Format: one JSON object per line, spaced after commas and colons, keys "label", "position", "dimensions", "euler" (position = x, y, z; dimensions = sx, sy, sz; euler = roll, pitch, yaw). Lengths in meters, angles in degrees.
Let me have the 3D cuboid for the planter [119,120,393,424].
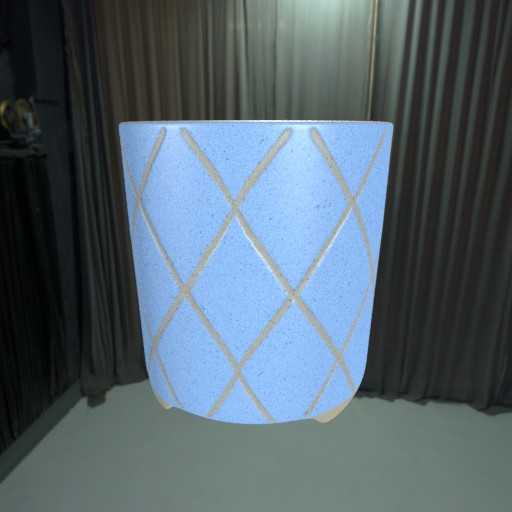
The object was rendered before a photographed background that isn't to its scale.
{"label": "planter", "position": [0.000, 0.000, 0.348], "dimensions": [0.191, 0.200, 0.191], "euler": [0, 16, 0]}
